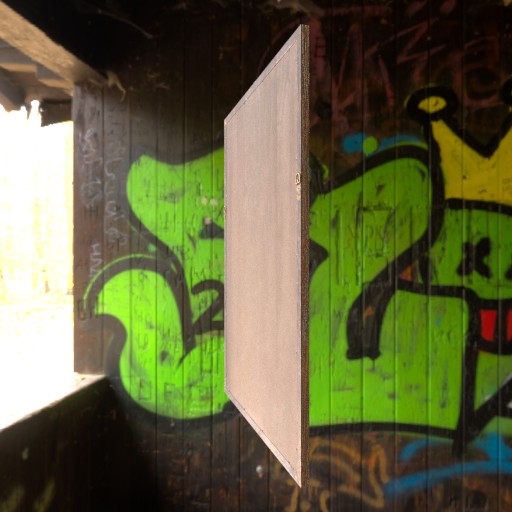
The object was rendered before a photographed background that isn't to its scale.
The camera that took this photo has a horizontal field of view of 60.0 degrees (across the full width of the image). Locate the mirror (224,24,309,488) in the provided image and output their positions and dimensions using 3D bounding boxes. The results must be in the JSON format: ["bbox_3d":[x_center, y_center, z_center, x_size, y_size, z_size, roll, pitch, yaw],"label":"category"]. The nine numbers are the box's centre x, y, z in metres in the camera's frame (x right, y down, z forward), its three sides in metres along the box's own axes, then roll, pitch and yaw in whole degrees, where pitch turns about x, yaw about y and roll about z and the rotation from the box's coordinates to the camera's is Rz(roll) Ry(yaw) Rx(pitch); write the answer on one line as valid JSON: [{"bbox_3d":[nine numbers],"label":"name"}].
[{"bbox_3d":[0.000,0.000,1.289,0.025,0.996,0.705,0,0,-18],"label":"mirror"}]
